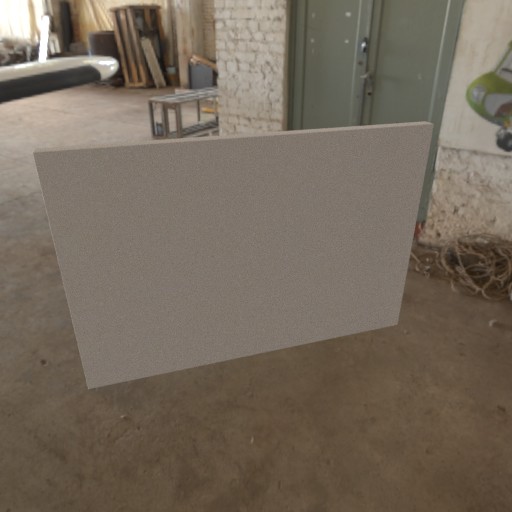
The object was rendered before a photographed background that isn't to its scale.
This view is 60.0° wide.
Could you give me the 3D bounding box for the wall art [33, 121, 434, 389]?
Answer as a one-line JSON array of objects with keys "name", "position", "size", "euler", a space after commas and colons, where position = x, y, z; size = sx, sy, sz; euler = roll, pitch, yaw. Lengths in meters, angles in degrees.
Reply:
[{"name": "wall art", "position": [0.000, 0.000, 1.113], "size": [0.898, 0.601, 0.038], "euler": [-8, 29, -15]}]
